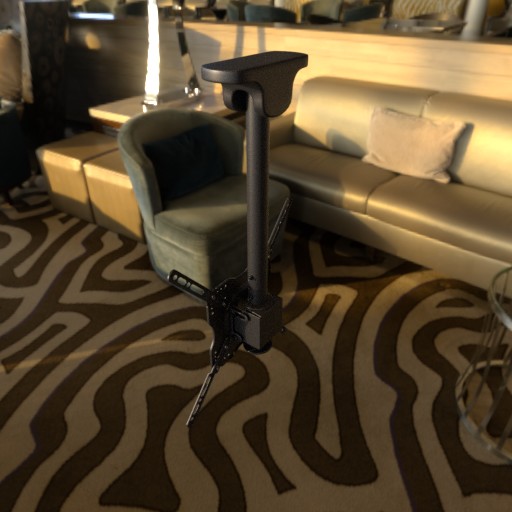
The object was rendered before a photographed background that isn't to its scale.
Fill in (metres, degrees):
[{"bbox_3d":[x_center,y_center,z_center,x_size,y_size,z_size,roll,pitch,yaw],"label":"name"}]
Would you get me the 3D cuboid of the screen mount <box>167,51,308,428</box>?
[{"bbox_3d":[0.000,0.000,0.888,0.090,0.729,0.393,21,38,30],"label":"screen mount"}]
